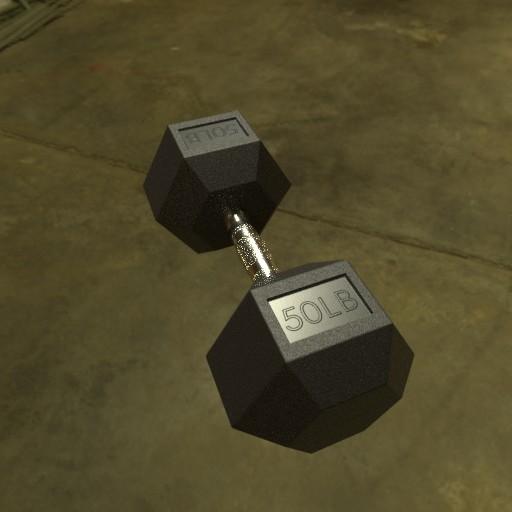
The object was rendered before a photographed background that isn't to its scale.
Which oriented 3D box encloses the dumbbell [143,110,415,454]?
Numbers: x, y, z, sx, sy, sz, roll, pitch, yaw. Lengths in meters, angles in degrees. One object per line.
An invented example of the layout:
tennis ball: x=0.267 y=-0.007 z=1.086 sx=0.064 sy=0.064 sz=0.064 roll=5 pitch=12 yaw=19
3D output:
dumbbell: x=0.000 y=0.000 z=0.472 sx=0.173 sy=0.150 sz=0.384 roll=-17 pitch=50 yaw=-15
